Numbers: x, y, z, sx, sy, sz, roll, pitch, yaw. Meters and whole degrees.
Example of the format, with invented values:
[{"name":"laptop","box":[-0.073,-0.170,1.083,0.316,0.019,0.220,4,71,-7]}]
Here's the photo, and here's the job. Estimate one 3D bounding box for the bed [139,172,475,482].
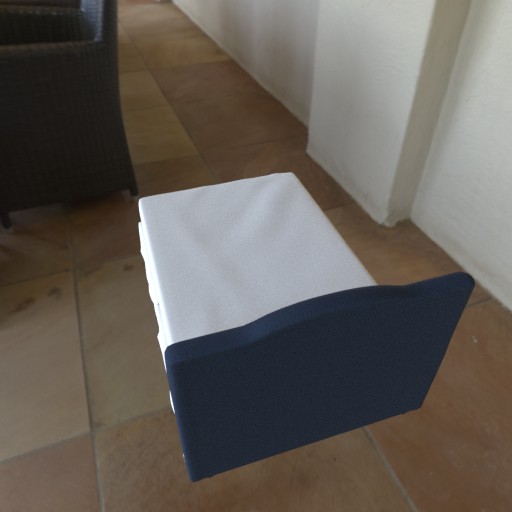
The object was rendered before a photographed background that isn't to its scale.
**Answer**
[{"name":"bed","box":[0.000,0.000,3.487,1.741,1.441,2.507,-12,43,-13]}]
